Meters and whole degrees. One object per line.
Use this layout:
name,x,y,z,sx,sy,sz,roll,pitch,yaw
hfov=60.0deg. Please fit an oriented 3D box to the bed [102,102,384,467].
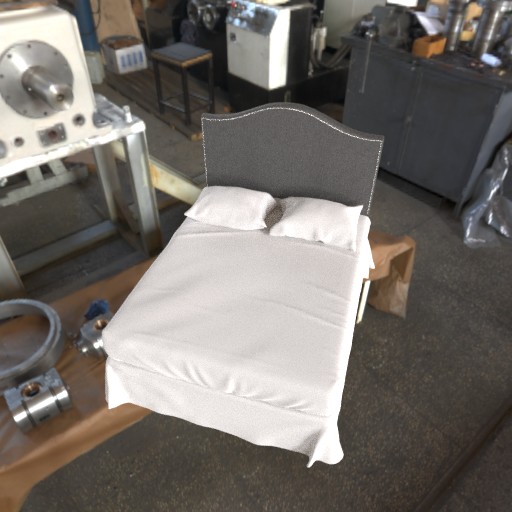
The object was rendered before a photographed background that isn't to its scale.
bed,0.000,0.000,3.425,1.876,1.645,2.221,11,42,13
